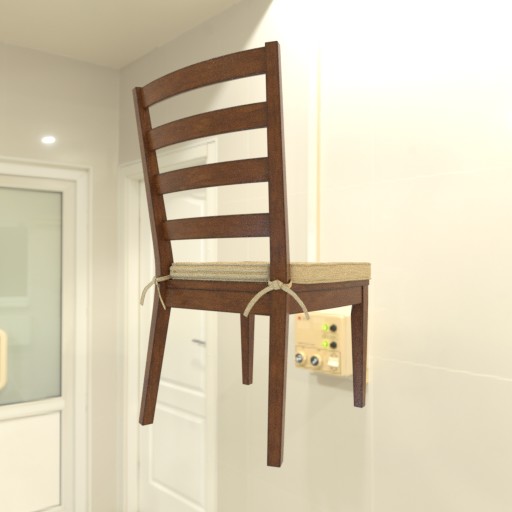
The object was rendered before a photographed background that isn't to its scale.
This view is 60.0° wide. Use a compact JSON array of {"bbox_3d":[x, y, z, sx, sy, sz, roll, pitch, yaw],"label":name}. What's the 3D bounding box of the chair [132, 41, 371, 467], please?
[{"bbox_3d":[0.000,0.000,1.366,0.593,0.979,0.595,0,-1,35],"label":"chair"}]
